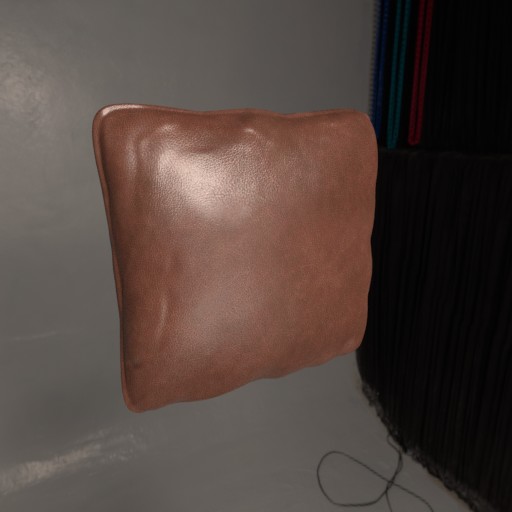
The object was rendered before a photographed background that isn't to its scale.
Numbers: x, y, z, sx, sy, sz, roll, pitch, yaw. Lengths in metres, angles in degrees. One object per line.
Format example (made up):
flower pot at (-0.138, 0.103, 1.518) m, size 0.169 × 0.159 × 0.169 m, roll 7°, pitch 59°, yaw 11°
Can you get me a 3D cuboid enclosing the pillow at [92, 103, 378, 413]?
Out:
pillow at (0.000, 0.000, 0.817) m, size 0.532 × 0.523 × 0.236 m, roll -8°, pitch 18°, yaw -26°
